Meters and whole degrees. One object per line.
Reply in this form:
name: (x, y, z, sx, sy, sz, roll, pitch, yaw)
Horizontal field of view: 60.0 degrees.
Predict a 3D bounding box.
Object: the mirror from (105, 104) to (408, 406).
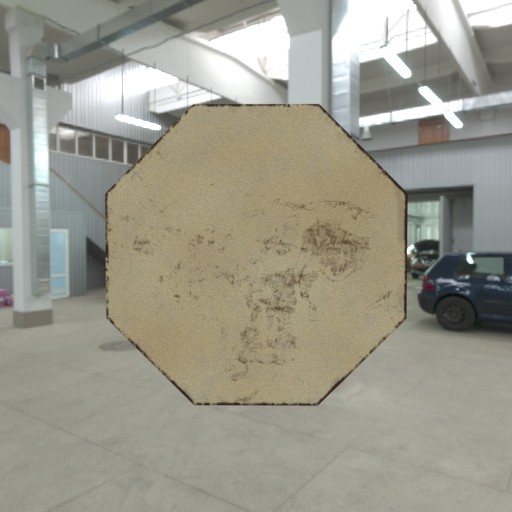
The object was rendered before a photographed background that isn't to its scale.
mirror: (0.000, 0.000, 0.966, 0.648, 0.648, 0.031, 0, 2, 1)
